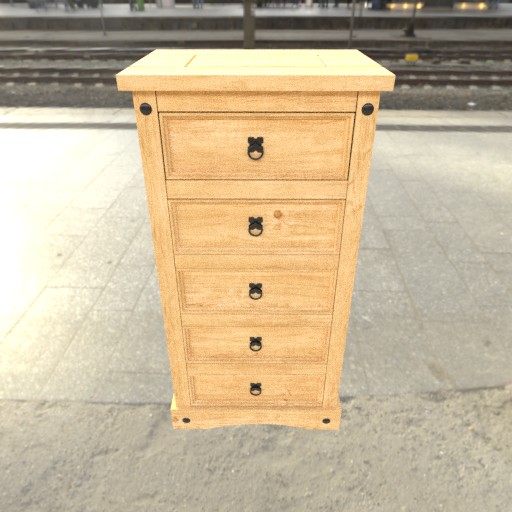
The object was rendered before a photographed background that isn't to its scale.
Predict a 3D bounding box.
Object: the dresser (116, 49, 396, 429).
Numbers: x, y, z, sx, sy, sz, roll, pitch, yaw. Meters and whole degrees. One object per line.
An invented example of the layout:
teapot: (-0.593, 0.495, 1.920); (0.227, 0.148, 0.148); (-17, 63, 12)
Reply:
dresser: (0.000, 0.000, 1.278); (0.531, 1.041, 0.390); (0, 31, 0)
